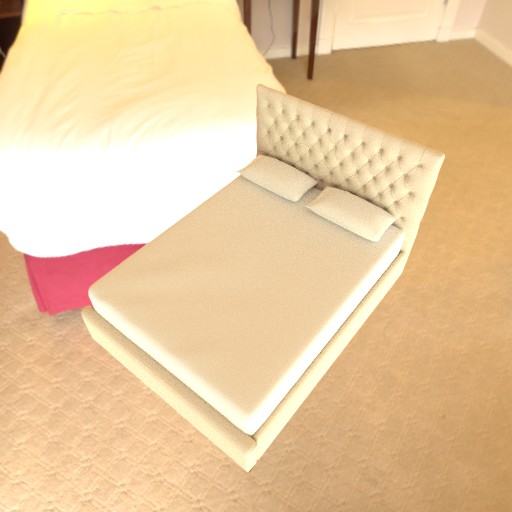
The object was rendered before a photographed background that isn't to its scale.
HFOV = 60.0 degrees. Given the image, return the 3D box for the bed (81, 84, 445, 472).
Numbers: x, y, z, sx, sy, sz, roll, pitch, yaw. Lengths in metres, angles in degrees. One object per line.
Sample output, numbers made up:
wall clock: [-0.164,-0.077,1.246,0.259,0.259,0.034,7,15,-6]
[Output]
bed: [0.000,0.000,3.414,1.696,1.426,2.233,31,54,25]
